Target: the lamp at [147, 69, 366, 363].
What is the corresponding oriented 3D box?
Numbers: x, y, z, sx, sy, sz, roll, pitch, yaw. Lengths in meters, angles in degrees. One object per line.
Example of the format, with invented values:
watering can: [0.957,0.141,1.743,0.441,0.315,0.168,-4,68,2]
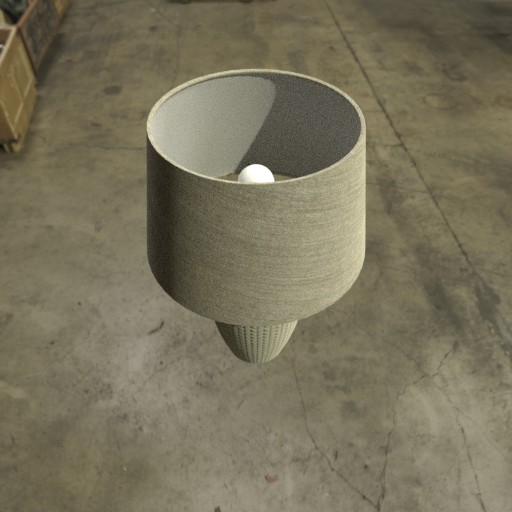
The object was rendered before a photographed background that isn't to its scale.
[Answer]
lamp: [0.000,0.000,0.842,0.390,0.580,0.390,0,47,0]
